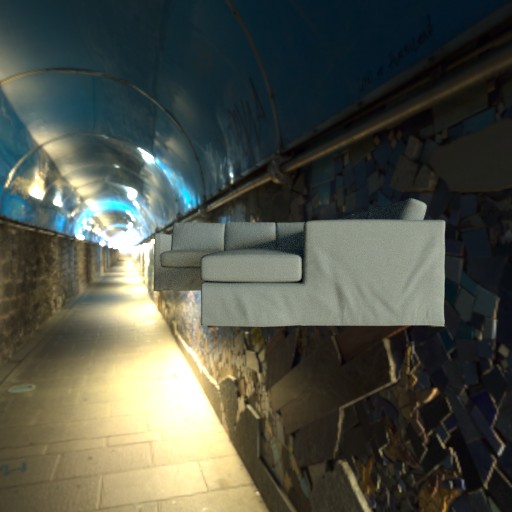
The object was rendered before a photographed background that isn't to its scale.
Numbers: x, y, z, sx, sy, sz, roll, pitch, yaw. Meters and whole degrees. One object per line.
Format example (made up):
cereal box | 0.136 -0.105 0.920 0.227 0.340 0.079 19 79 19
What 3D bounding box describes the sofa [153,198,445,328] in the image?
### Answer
sofa | 0.000 0.000 4.557 2.427 0.882 3.460 0 1 -1
